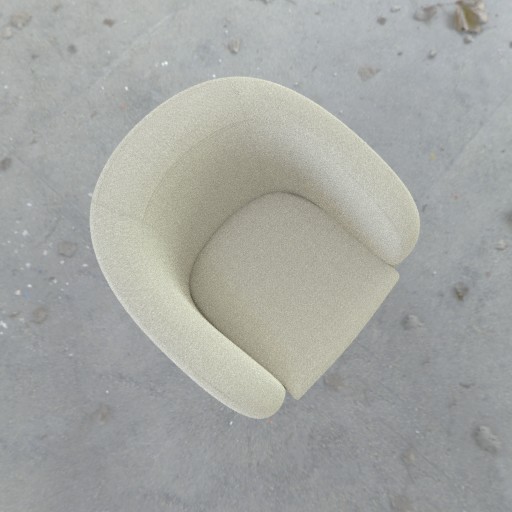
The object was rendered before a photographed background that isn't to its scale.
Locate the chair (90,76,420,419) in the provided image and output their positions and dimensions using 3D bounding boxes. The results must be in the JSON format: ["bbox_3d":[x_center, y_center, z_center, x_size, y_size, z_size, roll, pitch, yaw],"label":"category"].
[{"bbox_3d":[0.000,0.000,1.447,0.815,0.771,0.791,41,78,10],"label":"chair"}]
